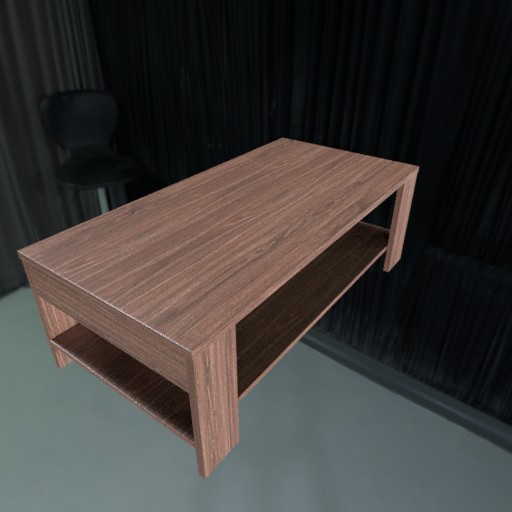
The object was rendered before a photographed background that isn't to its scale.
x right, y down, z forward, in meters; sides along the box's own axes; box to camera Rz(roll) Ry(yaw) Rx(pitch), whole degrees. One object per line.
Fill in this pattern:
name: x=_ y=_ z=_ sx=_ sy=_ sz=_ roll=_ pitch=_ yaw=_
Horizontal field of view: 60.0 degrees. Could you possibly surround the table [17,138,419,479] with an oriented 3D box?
table: x=0.000 y=0.000 z=1.473 sx=0.600 sy=0.400 sz=1.200 roll=21 pitch=37 yaw=31
